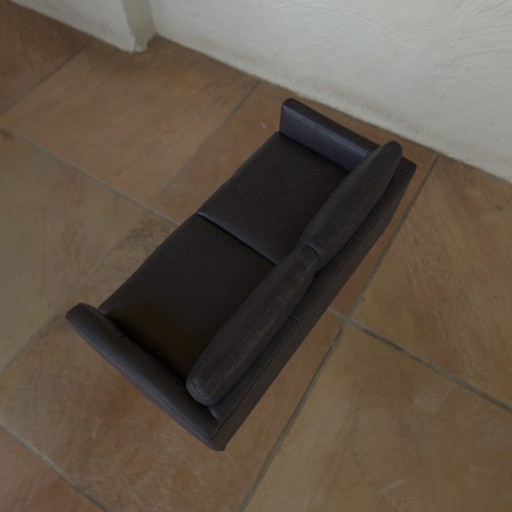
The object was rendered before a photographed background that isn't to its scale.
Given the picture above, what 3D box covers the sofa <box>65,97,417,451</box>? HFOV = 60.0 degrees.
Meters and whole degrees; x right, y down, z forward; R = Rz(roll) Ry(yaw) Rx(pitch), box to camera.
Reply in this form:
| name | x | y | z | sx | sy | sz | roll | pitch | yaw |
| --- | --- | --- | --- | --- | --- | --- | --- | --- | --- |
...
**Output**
| name | x | y | z | sx | sy | sz | roll | pitch | yaw |
| --- | --- | --- | --- | --- | --- | --- | --- | --- | --- |
| sofa | 0.000 | 0.000 | 2.397 | 0.947 | 0.883 | 1.805 | 32 | 66 | 16 |
